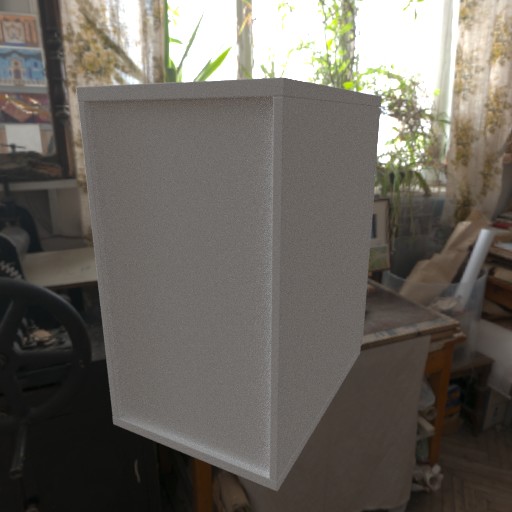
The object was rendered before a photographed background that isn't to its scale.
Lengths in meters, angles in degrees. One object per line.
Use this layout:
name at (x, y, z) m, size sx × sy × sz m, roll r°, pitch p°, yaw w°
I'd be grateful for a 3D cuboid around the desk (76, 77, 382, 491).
desk at (0.000, 0.000, 1.054) m, size 0.404 × 0.730 × 0.600 m, roll 9°, pitch 19°, yaw 26°
